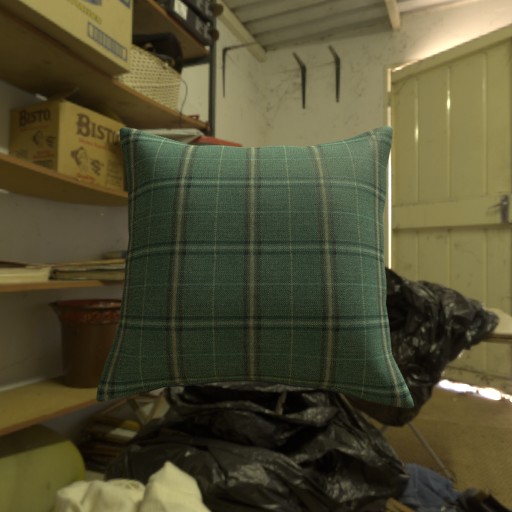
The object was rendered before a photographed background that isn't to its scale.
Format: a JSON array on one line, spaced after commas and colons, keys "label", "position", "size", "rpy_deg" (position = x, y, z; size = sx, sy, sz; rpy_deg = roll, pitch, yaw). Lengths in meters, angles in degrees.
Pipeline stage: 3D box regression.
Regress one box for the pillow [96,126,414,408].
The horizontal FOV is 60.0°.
[{"label": "pillow", "position": [0.000, 0.000, 0.679], "size": [0.453, 0.430, 0.200], "rpy_deg": [0, 0, 0]}]
